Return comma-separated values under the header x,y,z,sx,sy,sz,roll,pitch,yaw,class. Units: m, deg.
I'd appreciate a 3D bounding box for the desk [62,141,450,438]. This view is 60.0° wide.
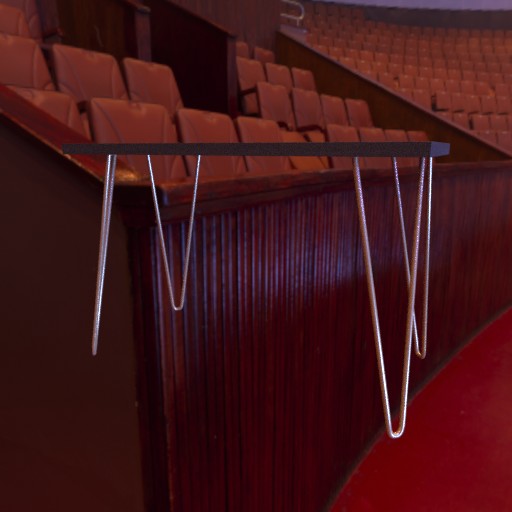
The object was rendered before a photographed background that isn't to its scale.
x,y,z,sx,sy,sz,roll,pitch,yaw,class
0.000,0.000,1.344,0.991,0.660,0.499,7,15,26,desk
